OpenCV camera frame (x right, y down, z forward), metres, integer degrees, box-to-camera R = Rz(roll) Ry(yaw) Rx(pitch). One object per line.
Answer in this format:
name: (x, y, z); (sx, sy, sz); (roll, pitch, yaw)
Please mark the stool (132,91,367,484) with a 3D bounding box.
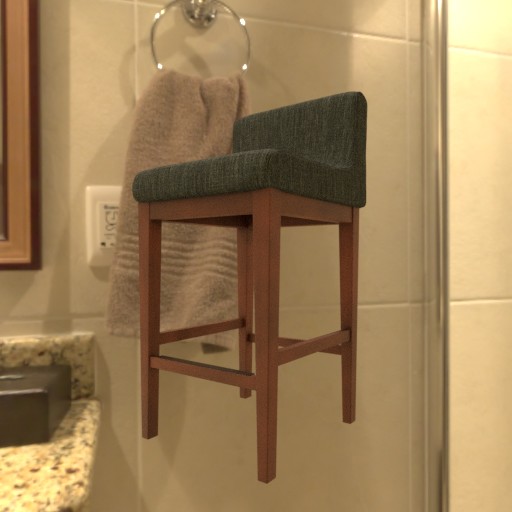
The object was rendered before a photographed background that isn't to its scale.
stool: (0.000, 0.000, 1.079); (0.395, 0.835, 0.459); (0, 0, 36)
